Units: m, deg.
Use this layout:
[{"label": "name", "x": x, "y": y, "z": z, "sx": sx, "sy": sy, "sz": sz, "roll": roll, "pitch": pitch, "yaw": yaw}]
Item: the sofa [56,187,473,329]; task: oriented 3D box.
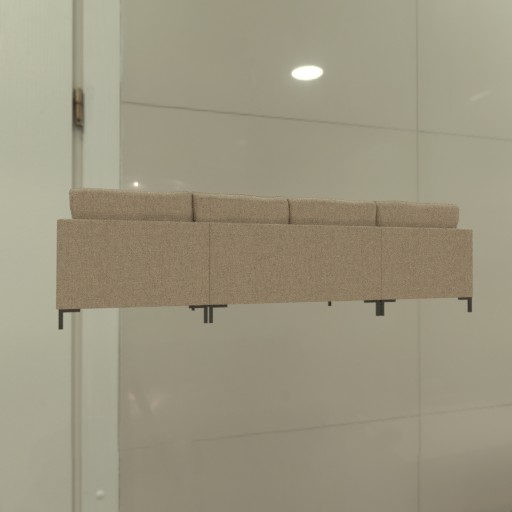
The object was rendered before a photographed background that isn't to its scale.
[{"label": "sofa", "x": 0.000, "y": 0.000, "z": 4.349, "sx": 3.423, "sy": 0.996, "sz": 2.021, "roll": 0, "pitch": -1, "yaw": -17}]
